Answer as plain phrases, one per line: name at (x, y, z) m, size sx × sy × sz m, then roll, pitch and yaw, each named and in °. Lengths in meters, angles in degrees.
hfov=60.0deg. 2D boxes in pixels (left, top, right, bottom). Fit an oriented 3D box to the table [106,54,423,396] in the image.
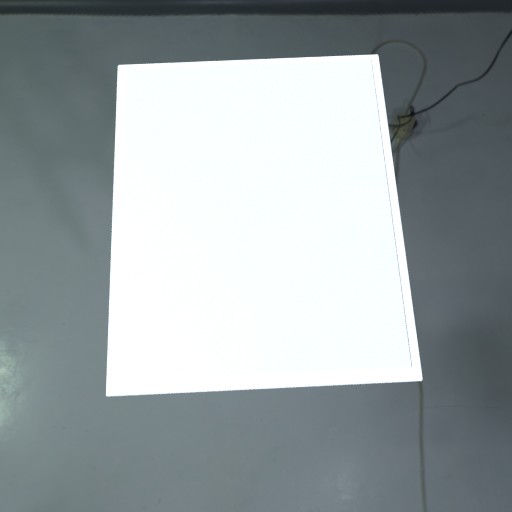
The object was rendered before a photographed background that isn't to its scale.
table at (0.000, 0.000, 0.831) m, size 0.381 × 0.531 × 0.460 m, roll -3°, pitch 75°, yaw -1°
